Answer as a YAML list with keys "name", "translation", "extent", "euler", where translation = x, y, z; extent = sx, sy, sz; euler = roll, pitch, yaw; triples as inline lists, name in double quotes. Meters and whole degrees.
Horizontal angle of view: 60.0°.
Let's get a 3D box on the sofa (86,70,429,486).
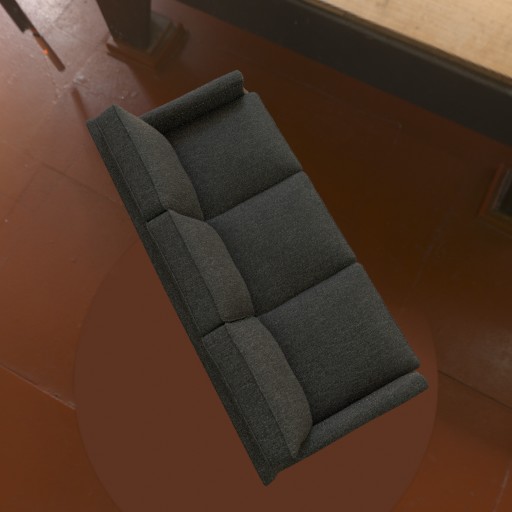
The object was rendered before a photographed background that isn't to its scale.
- name: "sofa"
  translation: [0.000, 0.000, 2.693]
  extent: [1.084, 1.003, 2.246]
  euler: [-27, 78, -6]
